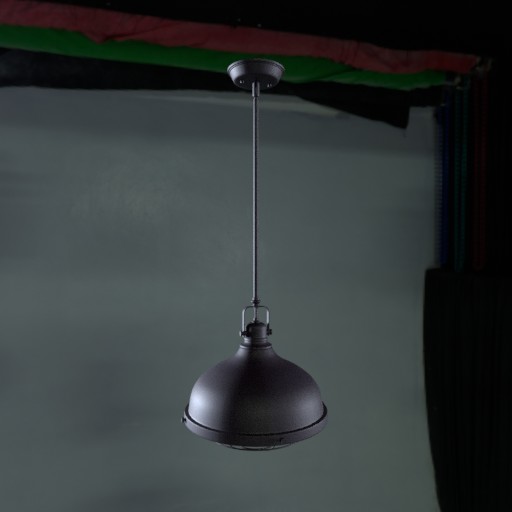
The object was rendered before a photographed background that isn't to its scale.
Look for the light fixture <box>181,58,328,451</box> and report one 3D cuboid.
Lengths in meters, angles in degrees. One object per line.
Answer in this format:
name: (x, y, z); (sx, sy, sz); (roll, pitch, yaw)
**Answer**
light fixture: (0.000, 0.000, 1.018); (0.341, 0.849, 0.341); (0, 0, -18)
